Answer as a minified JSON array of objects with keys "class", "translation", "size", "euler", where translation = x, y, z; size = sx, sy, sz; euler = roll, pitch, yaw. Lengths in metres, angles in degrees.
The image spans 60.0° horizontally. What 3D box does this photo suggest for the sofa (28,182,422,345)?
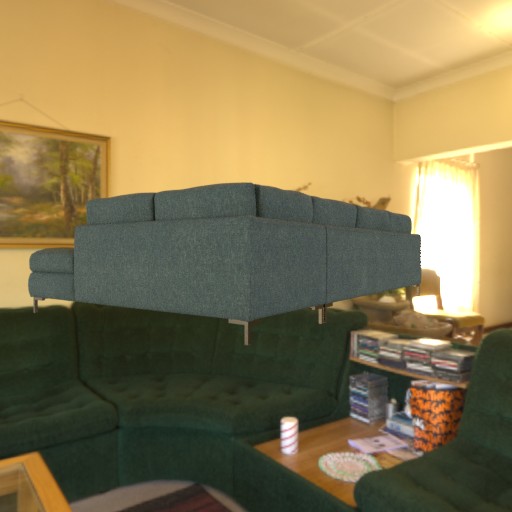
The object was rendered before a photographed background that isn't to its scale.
[{"class":"sofa","translation":[0.000,0.000,3.828],"size":[2.007,0.815,2.949],"euler":[0,1,36]}]
